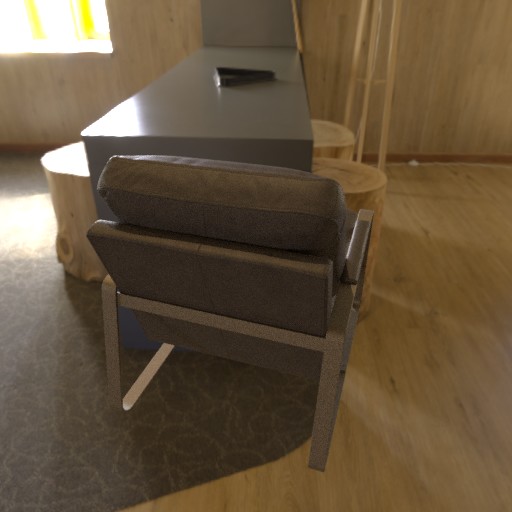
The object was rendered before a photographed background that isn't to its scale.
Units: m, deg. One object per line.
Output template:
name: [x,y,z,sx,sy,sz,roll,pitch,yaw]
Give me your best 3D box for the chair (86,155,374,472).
chair: [0.000,0.000,1.475,0.692,0.839,0.878,10,33,16]
